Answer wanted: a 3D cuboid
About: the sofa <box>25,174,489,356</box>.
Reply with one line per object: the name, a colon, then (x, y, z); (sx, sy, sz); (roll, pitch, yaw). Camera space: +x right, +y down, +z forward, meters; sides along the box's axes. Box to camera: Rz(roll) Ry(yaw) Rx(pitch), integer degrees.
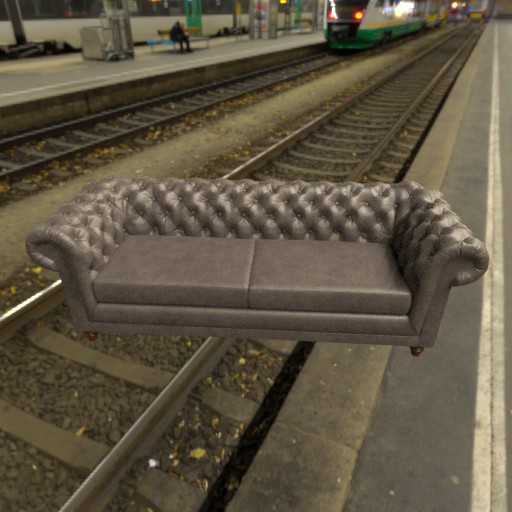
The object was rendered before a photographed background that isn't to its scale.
sofa: (0.000, 0.000, 2.773); (2.385, 0.783, 0.944); (2, 29, 4)
